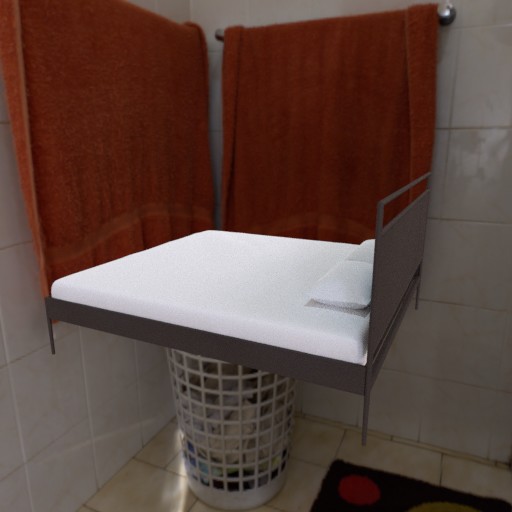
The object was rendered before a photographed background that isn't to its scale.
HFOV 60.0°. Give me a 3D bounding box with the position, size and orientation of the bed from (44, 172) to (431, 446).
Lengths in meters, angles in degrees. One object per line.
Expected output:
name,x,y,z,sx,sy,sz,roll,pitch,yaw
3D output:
bed,0.000,0.000,3.290,2.151,1.173,1.993,7,16,25
